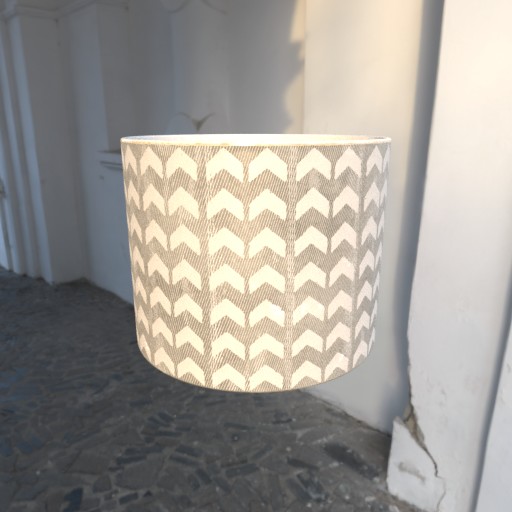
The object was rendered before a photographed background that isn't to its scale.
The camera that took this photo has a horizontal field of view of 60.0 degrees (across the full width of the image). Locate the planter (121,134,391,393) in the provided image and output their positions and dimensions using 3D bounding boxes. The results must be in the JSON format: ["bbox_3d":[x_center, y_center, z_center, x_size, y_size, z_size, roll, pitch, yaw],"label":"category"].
[{"bbox_3d":[0.000,0.000,0.349,0.190,0.181,0.190,0,17,0],"label":"planter"}]
